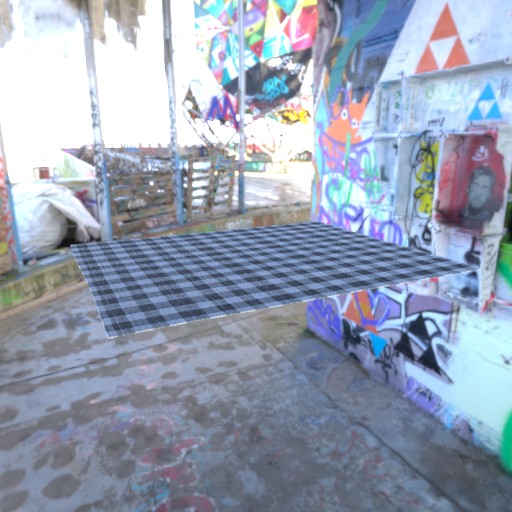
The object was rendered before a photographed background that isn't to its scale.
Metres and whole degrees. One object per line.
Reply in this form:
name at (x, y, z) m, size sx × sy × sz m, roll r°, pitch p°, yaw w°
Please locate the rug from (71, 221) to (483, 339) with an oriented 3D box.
rug at (0.000, 0.000, 4.104) m, size 3.021 × 0.013 × 2.432 m, roll -7°, pitch 17°, yaw -25°
